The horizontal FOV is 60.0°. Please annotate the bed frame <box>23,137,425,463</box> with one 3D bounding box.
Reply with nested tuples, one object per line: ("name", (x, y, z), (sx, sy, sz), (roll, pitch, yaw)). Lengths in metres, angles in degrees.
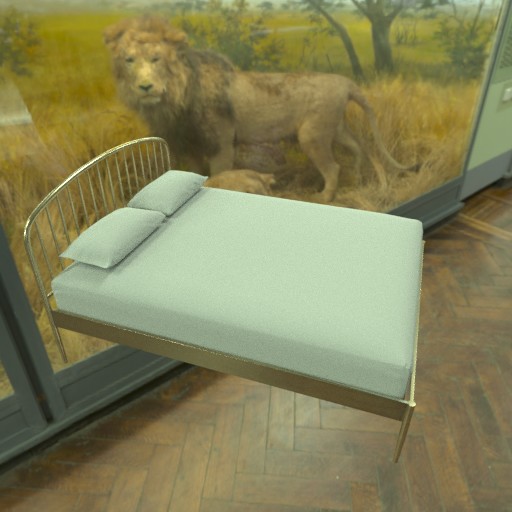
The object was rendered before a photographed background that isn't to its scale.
("bed frame", (0.000, 0.000, 2.950), (2.152, 1.175, 1.612), (11, 34, 16))
